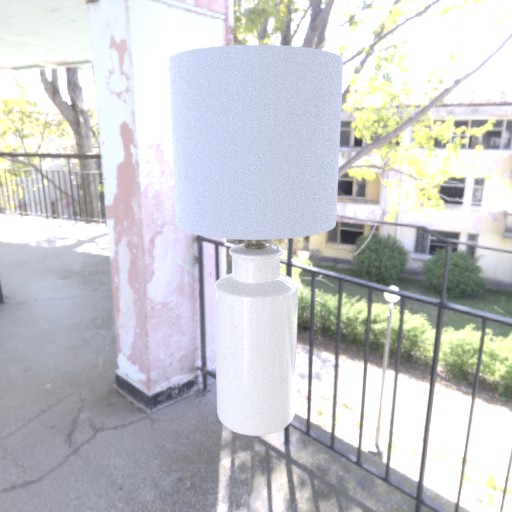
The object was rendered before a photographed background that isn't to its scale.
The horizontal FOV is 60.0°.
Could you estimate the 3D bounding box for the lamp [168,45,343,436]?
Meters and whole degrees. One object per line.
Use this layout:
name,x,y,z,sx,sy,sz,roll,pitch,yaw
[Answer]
lamp,0.000,0.000,0.608,0.212,0.493,0.212,14,20,42
